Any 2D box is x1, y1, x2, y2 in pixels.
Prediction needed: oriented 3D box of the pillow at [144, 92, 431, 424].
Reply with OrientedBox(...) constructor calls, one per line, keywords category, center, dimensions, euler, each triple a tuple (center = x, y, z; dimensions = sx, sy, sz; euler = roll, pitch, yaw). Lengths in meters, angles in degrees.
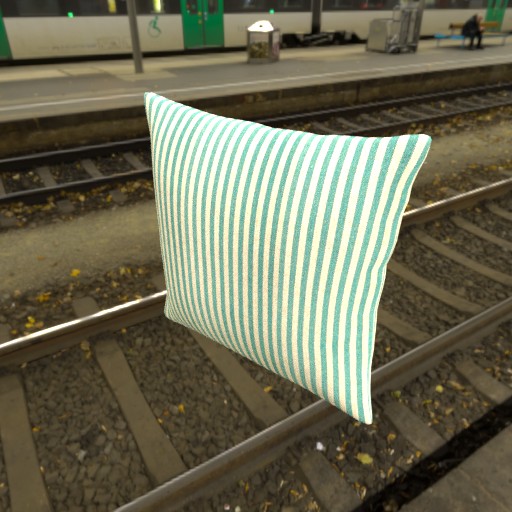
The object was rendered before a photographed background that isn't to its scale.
OrientedBox(category="pillow", center=(0.000, 0.000, 0.797), dimensions=(0.523, 0.510, 0.166), euler=(20, 36, 31))
